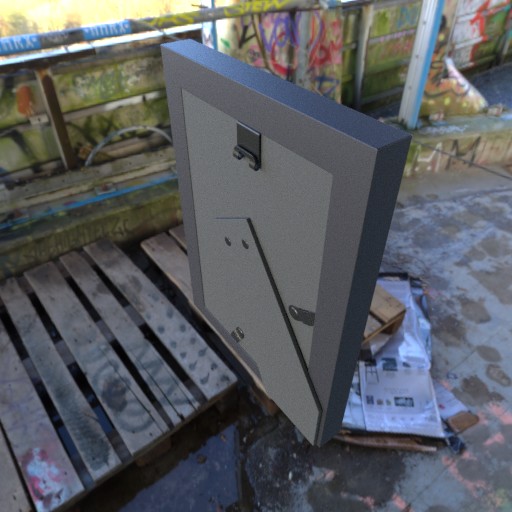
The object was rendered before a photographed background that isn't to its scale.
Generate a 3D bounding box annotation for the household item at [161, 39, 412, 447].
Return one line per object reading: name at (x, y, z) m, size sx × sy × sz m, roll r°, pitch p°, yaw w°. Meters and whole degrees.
household item at (0.000, 0.000, 0.227) m, size 0.022 × 0.178 × 0.133 m, roll -26°, pitch 47°, yaw -27°
